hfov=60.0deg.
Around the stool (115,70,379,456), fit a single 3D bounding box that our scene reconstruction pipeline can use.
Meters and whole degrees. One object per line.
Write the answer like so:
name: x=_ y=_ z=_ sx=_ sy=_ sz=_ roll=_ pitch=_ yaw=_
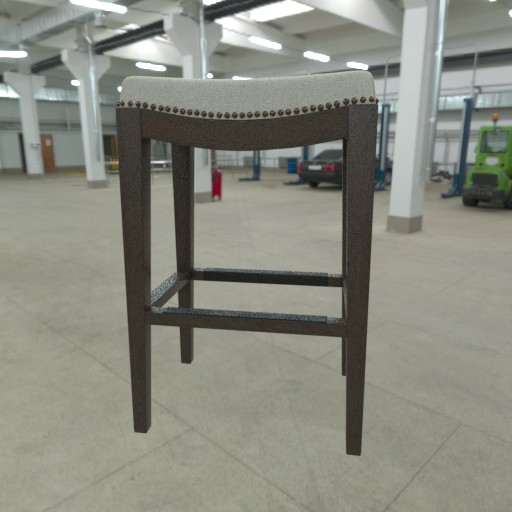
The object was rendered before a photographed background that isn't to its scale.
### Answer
stool: x=0.000 y=0.000 z=1.037 sx=0.498 sy=0.759 sz=0.358 roll=2 pitch=14 yaw=9
